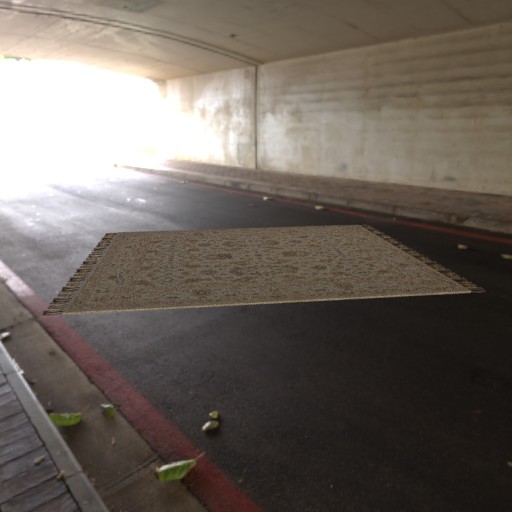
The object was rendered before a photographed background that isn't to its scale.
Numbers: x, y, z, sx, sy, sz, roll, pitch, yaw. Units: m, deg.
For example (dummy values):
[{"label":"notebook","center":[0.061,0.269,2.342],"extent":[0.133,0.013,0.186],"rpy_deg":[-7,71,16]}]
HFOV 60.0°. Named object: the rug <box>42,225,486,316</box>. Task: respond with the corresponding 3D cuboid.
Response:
[{"label":"rug","center":[0.000,0.000,2.297],"extent":[1.726,0.009,1.278],"rpy_deg":[-2,16,-8]}]
